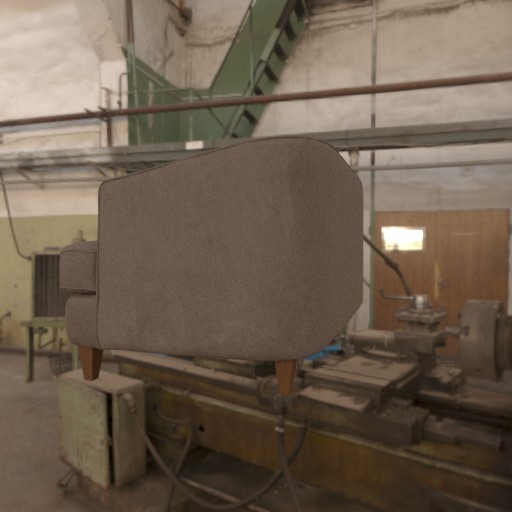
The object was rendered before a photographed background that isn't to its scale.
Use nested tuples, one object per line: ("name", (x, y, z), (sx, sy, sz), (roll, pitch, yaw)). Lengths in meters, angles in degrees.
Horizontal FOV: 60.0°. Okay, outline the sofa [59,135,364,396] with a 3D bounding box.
("sofa", (0.000, 0.000, 2.217), (0.941, 0.855, 1.733), (1, 2, 19))
